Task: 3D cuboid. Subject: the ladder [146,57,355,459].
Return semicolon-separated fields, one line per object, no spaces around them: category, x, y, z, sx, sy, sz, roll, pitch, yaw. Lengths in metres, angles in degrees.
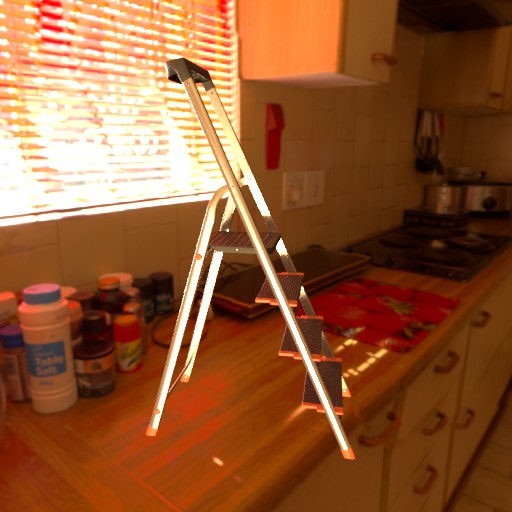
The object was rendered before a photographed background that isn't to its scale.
ladder;0.000;0.000;1.768;0.834;1.429;0.452;2;15;9
